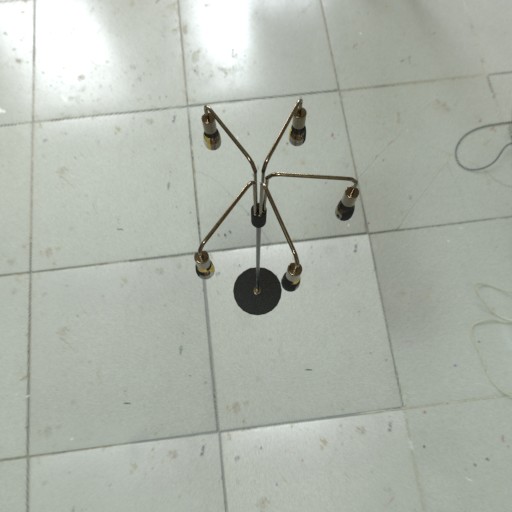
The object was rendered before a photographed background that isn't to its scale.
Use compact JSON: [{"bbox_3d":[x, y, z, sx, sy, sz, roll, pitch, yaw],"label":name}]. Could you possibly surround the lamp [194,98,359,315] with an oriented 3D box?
[{"bbox_3d":[0.000,0.000,2.039,0.572,1.721,0.599,-35,77,-9],"label":"lamp"}]
